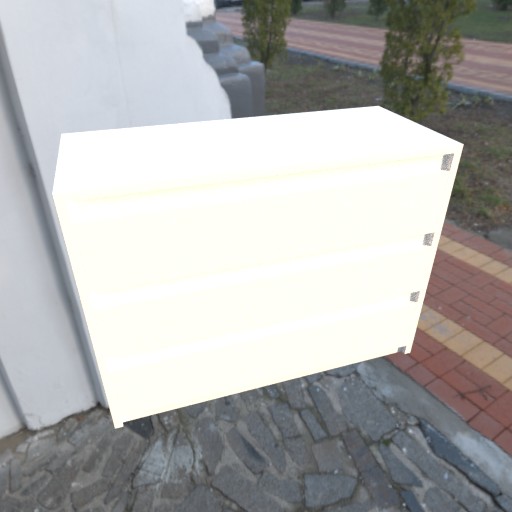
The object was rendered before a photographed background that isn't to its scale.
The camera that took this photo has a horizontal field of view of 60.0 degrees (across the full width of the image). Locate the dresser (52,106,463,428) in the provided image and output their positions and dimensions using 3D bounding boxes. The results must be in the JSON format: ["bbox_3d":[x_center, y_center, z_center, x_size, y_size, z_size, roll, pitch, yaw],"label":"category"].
[{"bbox_3d":[0.000,0.000,1.530,1.100,0.820,0.460,-10,34,-15],"label":"dresser"}]
